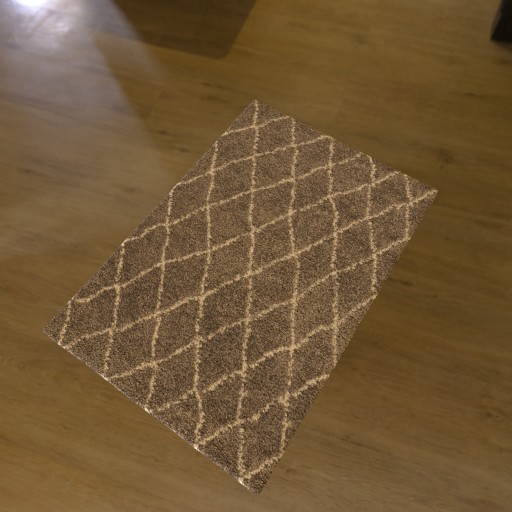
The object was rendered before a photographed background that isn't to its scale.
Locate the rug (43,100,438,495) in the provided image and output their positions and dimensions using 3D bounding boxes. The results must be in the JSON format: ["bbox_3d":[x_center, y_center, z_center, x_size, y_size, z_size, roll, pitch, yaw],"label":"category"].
[{"bbox_3d":[0.000,0.000,2.255,1.219,0.030,1.778,31,67,15],"label":"rug"}]
